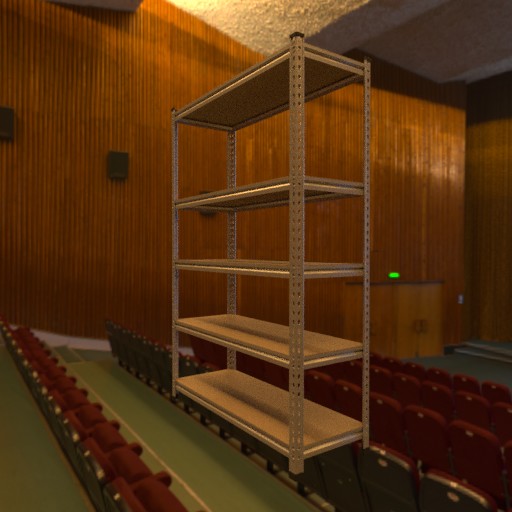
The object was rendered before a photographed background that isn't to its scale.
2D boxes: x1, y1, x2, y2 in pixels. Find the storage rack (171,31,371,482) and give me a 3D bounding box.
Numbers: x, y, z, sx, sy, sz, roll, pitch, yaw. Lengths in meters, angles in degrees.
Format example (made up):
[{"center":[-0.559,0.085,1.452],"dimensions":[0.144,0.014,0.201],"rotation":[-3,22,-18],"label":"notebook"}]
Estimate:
[{"center":[0.000,0.000,2.425],"dimensions":[0.457,1.829,1.219],"rotation":[-1,1,-35],"label":"storage rack"}]
